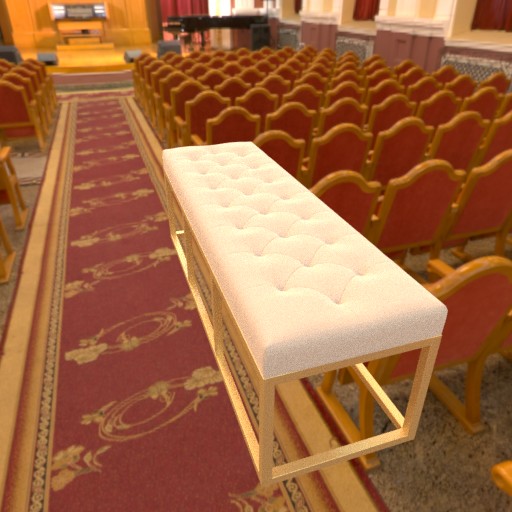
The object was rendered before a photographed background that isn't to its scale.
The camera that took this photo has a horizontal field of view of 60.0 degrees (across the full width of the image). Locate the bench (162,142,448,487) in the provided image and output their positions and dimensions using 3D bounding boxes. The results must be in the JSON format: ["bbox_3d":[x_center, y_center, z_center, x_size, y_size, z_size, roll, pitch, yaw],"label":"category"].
[{"bbox_3d":[0.000,0.000,1.678,0.457,0.484,1.473,-9,31,-16],"label":"bench"}]
